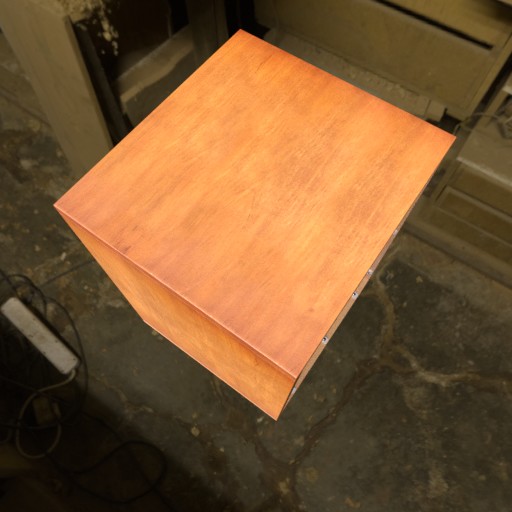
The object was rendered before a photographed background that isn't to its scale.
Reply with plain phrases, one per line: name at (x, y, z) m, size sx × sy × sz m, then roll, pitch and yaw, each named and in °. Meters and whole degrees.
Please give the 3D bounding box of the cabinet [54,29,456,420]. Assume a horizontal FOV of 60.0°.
cabinet at (0.000, 0.000, 0.864) m, size 0.401 × 0.579 × 0.409 m, roll 33°, pitch 69°, yaw 14°
